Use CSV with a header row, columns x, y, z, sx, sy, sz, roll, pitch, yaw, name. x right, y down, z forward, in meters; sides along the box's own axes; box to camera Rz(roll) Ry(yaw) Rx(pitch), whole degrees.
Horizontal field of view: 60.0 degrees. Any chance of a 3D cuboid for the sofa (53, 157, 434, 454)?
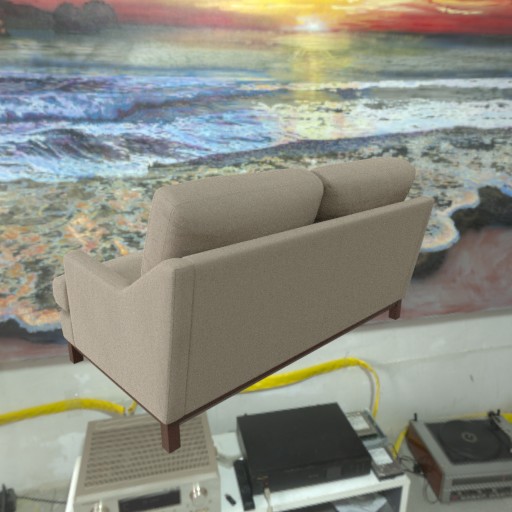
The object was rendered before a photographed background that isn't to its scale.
x,y,z,sx,sy,sz,roll,pitch,yaw,name
0.000,0.000,2.156,1.619,0.910,1.004,-16,24,-41,sofa
